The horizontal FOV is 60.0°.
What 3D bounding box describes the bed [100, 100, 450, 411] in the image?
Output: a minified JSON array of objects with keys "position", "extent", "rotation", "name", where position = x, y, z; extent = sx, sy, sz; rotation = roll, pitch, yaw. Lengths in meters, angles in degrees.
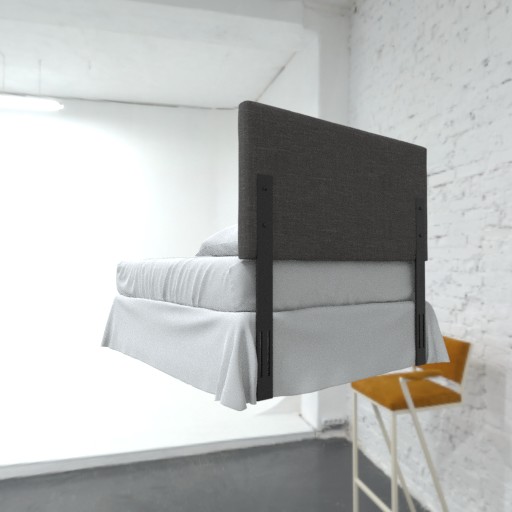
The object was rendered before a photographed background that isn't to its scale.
[{"position":[0.000,0.000,3.576],"extent":[1.936,1.577,2.222],"rotation":[1,-2,-36],"name":"bed"}]
